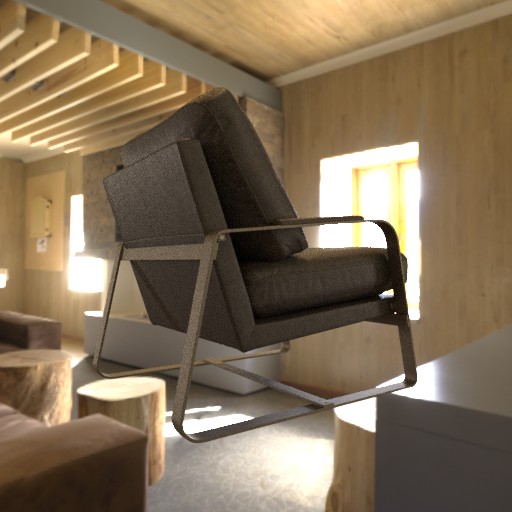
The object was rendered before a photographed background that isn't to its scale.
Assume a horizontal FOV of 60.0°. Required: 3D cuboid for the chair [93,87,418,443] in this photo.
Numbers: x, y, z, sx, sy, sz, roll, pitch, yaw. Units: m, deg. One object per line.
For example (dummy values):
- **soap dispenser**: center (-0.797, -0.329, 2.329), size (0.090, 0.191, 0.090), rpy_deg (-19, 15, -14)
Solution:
- **chair**: center (0.000, 0.000, 1.488), size (0.878, 0.839, 0.692), rpy_deg (0, -1, -35)
